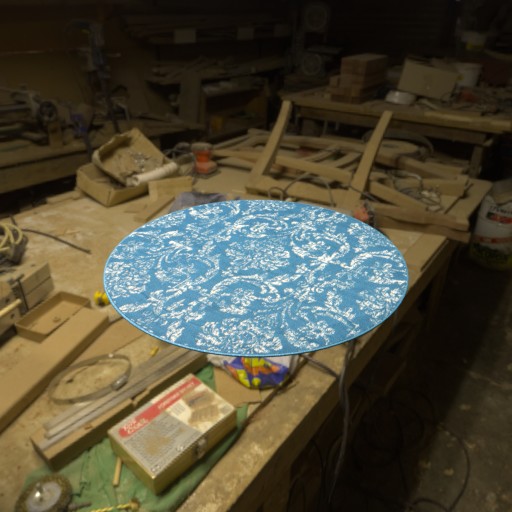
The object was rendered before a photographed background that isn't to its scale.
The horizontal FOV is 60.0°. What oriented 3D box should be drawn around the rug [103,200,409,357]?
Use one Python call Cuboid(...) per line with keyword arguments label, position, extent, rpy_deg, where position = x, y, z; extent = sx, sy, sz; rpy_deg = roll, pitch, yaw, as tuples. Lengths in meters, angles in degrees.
Cuboid(label="rug", position=(0.000, 0.000, 2.412), extent=(1.593, 0.012, 1.593), rpy_deg=(0, 29, 0))
